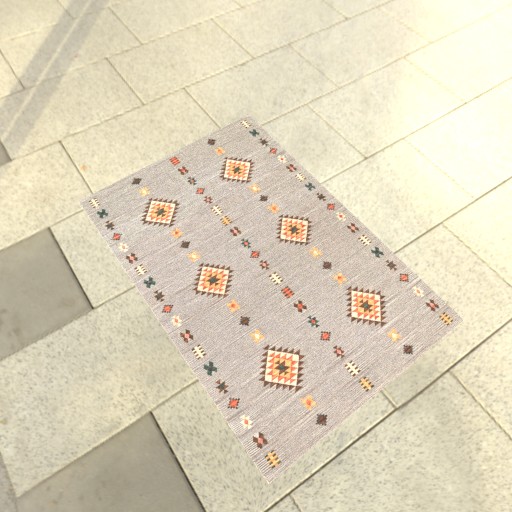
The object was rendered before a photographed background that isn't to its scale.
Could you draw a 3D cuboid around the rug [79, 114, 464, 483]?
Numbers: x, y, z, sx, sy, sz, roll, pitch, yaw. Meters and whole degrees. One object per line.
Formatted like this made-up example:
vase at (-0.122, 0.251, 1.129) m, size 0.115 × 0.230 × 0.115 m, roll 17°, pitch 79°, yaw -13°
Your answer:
rug at (0.000, 0.000, 2.382) m, size 1.217 × 0.005 × 1.818 m, roll -32°, pitch 64°, yaw -18°
